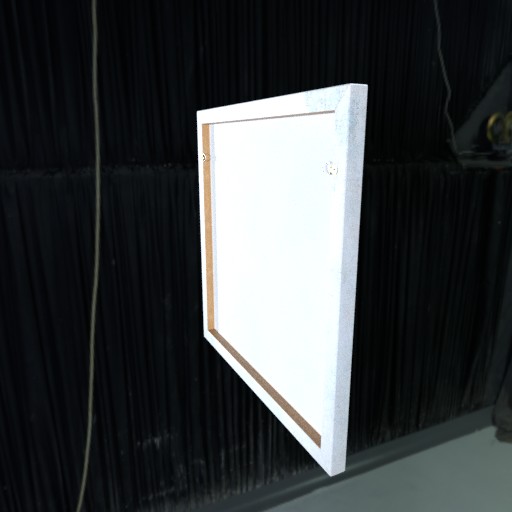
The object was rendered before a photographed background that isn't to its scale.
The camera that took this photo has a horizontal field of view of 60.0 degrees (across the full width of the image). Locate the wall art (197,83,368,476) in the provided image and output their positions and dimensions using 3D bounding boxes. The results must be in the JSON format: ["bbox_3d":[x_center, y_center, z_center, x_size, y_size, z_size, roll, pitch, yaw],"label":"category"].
[{"bbox_3d":[0.000,0.000,1.156,0.041,0.762,0.762,-7,16,-25],"label":"wall art"}]
